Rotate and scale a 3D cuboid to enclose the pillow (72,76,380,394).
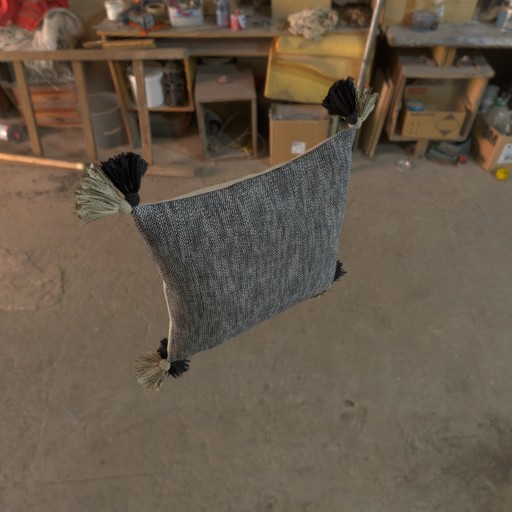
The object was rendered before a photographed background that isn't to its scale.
[{"bbox_3d":[0.000,0.000,0.965,0.654,0.659,0.170,-25,51,-21],"label":"pillow"}]
